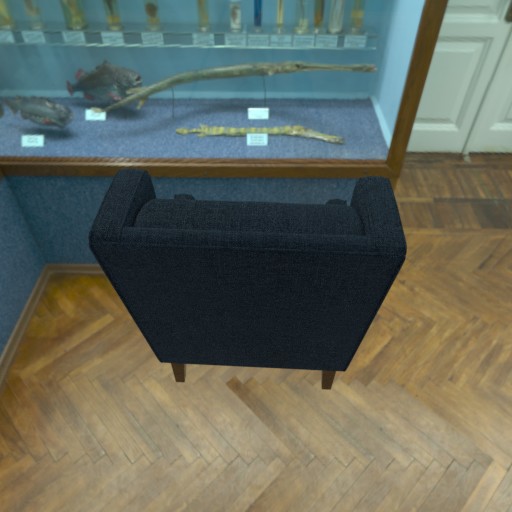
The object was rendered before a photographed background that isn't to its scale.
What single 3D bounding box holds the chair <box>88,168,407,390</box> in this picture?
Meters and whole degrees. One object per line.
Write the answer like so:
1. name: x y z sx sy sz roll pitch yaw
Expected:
1. chair: 0.000 0.000 1.733 0.764 1.072 0.947 2 46 2
